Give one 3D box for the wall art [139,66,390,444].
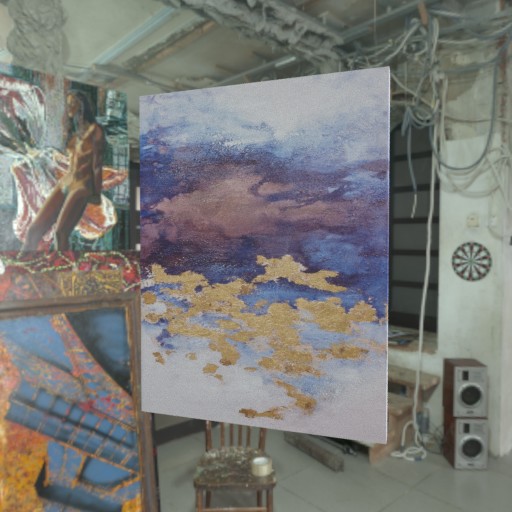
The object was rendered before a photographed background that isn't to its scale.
[{"bbox_3d":[0.000,0.000,0.764,0.437,0.581,0.036,1,2,18],"label":"wall art"}]
